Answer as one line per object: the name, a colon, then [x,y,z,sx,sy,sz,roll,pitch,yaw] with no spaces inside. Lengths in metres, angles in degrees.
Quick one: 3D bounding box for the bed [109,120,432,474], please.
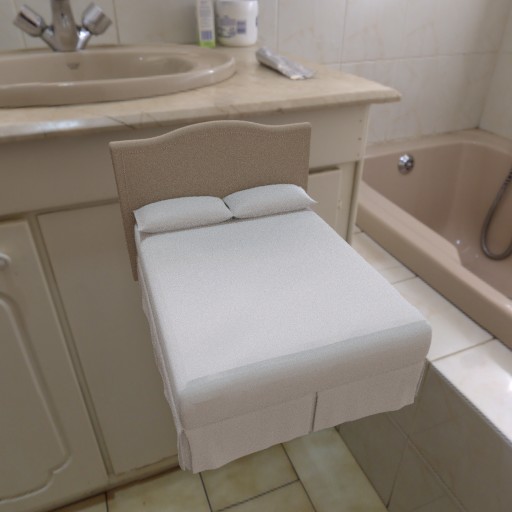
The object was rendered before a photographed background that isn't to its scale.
bed: [0.000,0.000,3.132,1.678,1.398,2.052,-11,34,-16]
